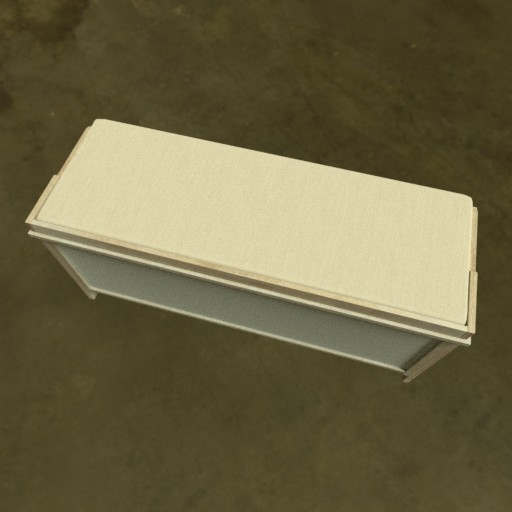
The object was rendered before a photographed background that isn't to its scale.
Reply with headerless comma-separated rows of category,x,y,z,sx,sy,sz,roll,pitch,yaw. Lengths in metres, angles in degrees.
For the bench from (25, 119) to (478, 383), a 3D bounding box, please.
bench,0.000,0.000,1.367,1.140,0.501,0.398,14,63,7
